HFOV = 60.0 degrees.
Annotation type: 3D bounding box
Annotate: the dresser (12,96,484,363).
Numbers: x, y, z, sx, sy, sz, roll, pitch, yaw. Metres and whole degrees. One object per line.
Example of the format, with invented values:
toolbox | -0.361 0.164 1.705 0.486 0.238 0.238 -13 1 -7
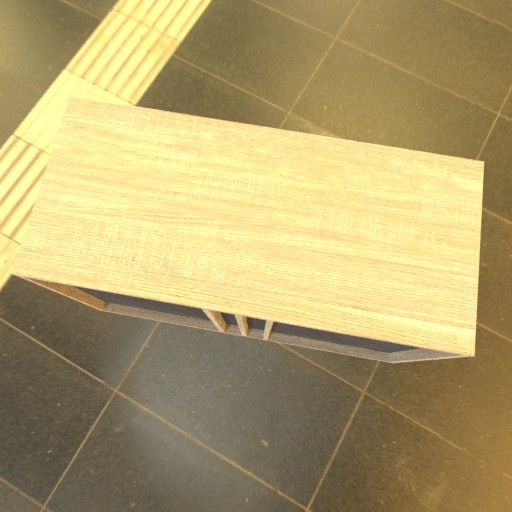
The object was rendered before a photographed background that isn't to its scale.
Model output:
dresser | 0.000 0.000 1.484 1.110 0.780 0.500 10 75 3
